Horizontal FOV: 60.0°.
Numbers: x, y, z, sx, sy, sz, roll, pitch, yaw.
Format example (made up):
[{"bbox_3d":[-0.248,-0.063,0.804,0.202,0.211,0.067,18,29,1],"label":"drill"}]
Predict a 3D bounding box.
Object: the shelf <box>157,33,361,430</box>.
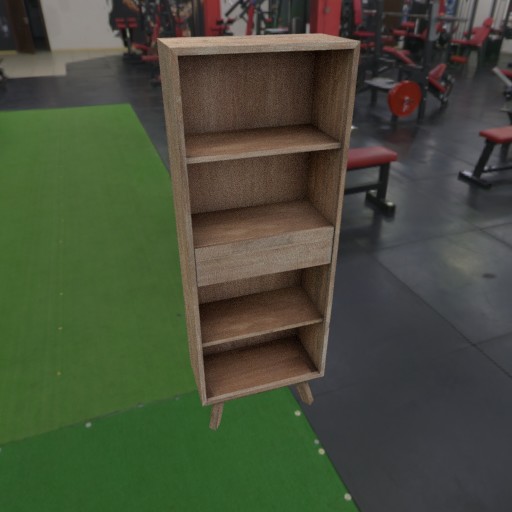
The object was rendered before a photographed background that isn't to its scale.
[{"bbox_3d":[0.000,0.000,1.524,0.491,1.342,0.267,-9,32,-15],"label":"shelf"}]
